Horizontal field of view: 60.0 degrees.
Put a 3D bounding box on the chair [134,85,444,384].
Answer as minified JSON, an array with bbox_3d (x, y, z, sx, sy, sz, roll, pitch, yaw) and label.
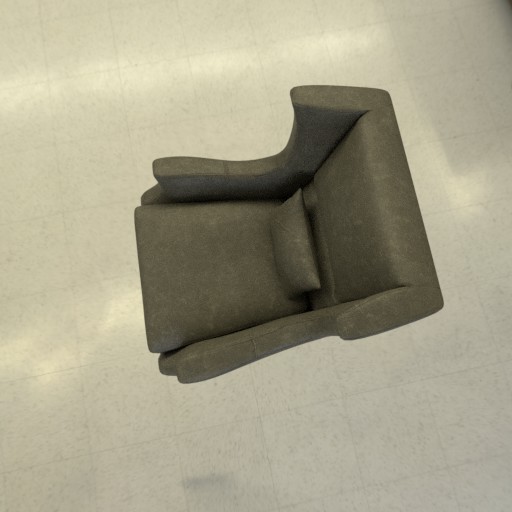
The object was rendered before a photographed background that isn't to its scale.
[{"bbox_3d":[0.000,0.000,1.705,0.926,1.016,0.853,-9,77,-2],"label":"chair"}]
